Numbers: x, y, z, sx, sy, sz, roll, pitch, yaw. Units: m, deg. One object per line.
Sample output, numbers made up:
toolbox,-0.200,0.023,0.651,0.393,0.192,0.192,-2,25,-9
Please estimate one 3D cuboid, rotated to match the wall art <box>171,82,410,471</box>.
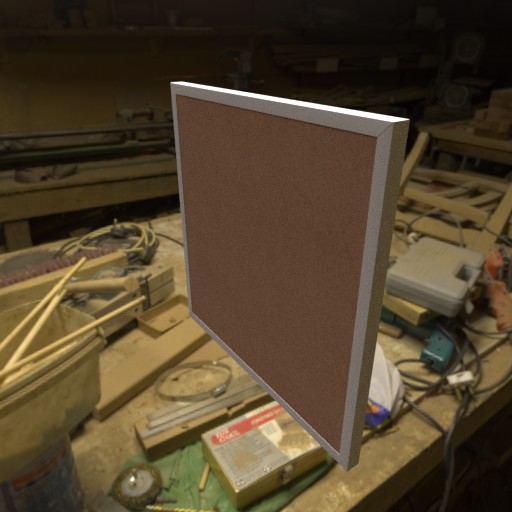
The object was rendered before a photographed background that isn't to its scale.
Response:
wall art,0.000,0.000,1.111,0.036,0.760,0.760,-17,31,-31
